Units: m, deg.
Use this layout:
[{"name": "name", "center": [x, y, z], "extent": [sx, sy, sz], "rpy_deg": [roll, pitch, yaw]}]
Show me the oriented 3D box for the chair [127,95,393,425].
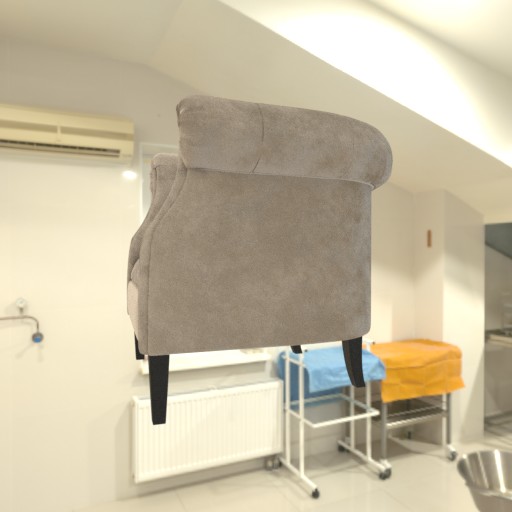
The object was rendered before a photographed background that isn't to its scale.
[{"name": "chair", "center": [0.000, 0.000, 1.555], "extent": [0.851, 0.826, 0.904], "rpy_deg": [0, 1, -18]}]
